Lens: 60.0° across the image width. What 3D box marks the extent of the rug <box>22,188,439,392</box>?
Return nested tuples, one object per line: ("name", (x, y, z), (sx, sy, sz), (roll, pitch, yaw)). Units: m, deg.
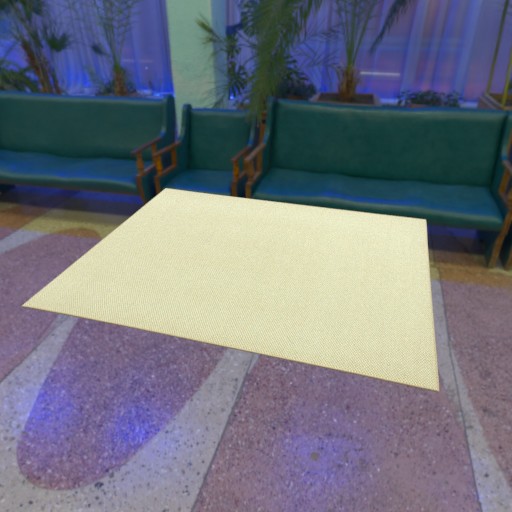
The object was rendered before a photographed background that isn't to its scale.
("rug", (0.000, 0.000, 4.053), (3.039, 0.018, 2.462), (9, 32, 14))
